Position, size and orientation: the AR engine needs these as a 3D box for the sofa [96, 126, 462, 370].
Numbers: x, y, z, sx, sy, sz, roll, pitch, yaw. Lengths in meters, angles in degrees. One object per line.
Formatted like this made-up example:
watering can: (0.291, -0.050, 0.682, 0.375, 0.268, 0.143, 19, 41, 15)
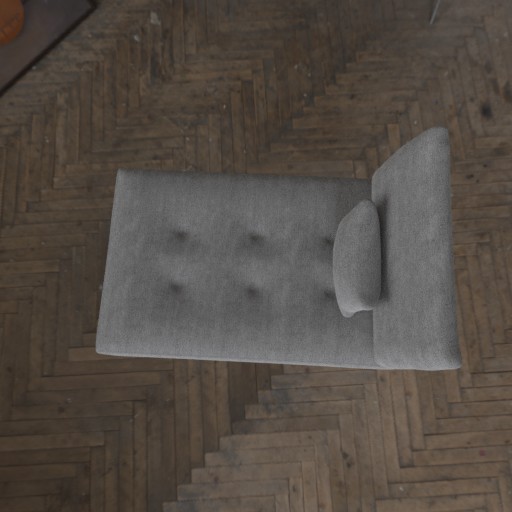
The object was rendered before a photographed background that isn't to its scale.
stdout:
sofa: (0.000, 0.000, 1.967, 1.450, 0.820, 0.930, 3, 77, 1)
